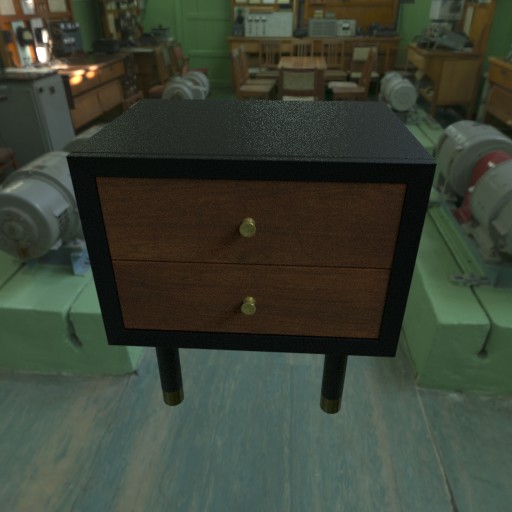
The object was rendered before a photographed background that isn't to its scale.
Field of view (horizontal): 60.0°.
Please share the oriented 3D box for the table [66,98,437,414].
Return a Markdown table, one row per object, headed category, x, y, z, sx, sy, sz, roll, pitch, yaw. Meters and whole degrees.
| category | x | y | z | sx | sy | sz | roll | pitch | yaw |
| --- | --- | --- | --- | --- | --- | --- | --- | --- | --- |
| table | 0.000 | 0.000 | 0.994 | 0.564 | 0.584 | 0.441 | 2 | 31 | 3 |
